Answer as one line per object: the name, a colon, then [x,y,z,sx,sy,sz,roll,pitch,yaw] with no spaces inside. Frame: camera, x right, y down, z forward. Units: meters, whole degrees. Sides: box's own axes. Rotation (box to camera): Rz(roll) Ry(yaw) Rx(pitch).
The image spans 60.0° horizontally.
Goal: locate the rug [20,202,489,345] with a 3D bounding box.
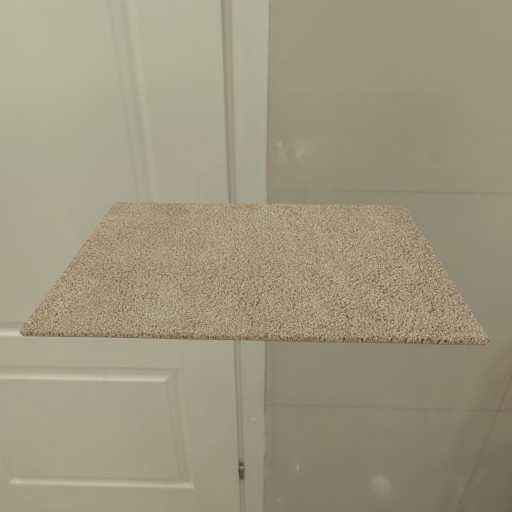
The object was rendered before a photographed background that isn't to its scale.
rug: [0.000,0.000,2.191,1.778,0.030,1.219,1,31,1]
